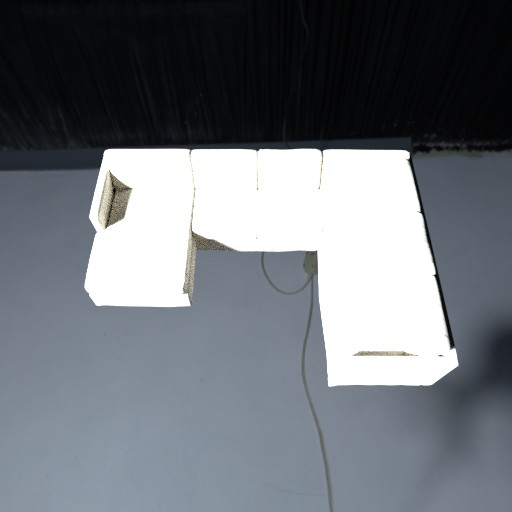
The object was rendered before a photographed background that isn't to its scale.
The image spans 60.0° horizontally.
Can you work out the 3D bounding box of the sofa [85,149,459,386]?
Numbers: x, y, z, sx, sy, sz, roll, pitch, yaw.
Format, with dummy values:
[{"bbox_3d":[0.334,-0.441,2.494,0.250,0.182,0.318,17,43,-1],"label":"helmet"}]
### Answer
[{"bbox_3d":[0.000,0.000,4.568,3.464,0.882,2.448,0,60,0],"label":"sofa"}]
